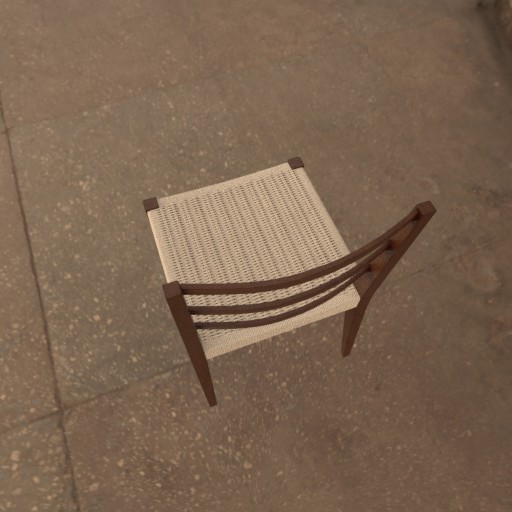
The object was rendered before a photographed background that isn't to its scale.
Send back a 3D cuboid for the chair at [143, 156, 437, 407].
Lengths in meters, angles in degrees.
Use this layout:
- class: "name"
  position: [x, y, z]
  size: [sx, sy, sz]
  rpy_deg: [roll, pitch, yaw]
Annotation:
- class: "chair"
  position: [0.000, 0.000, 1.164]
  size: [0.480, 0.813, 0.551]
  rpy_deg: [-18, 61, -10]
